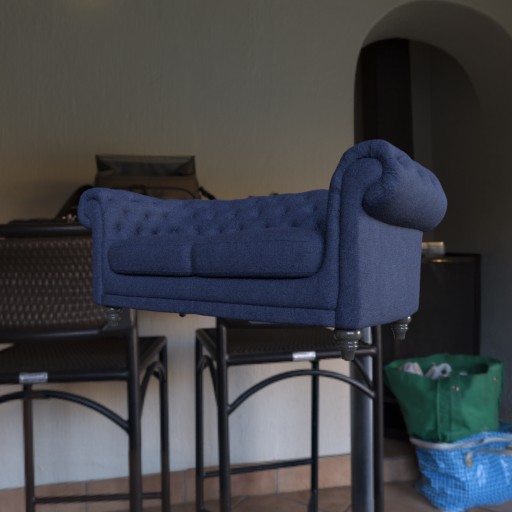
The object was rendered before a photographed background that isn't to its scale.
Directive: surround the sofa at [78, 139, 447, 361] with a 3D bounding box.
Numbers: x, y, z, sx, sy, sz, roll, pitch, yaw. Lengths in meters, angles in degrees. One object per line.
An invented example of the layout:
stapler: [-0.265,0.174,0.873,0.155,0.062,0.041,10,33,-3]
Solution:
sofa: [0.000,0.000,2.496,1.988,0.833,1.082,-1,-1,37]
